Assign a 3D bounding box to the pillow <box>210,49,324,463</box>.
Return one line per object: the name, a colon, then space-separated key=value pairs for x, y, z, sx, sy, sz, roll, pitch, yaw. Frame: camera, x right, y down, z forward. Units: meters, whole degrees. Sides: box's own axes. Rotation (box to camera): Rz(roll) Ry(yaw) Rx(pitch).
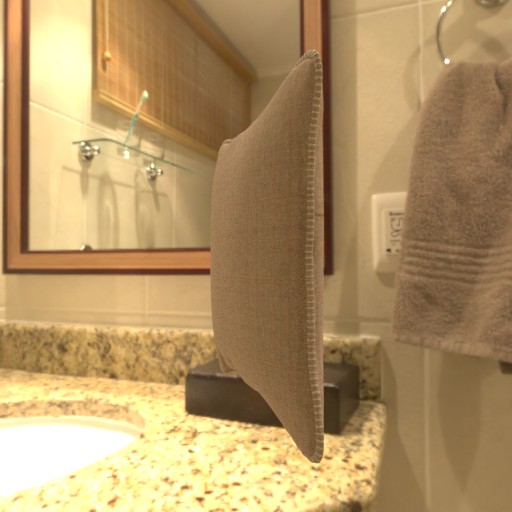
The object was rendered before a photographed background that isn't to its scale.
pillow: x=0.000 y=0.000 z=0.733 sx=0.124 sy=0.494 sz=0.485 roll=0 pitch=-1 yaw=-18
